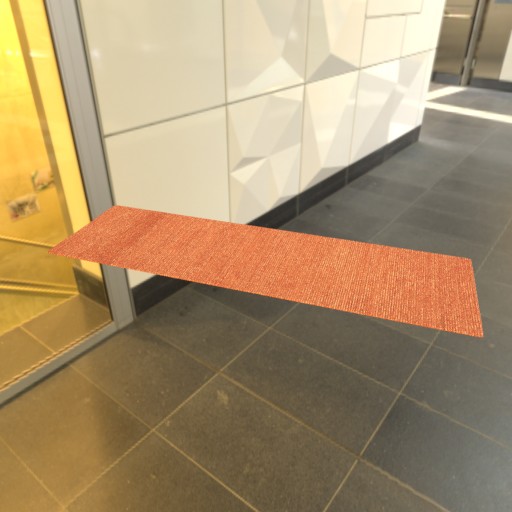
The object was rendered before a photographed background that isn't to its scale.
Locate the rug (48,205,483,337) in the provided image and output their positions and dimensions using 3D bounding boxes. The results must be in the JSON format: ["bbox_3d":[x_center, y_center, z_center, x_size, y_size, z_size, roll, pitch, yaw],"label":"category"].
[{"bbox_3d":[0.000,0.000,2.510,2.307,0.012,0.687,10,32,16],"label":"rug"}]
